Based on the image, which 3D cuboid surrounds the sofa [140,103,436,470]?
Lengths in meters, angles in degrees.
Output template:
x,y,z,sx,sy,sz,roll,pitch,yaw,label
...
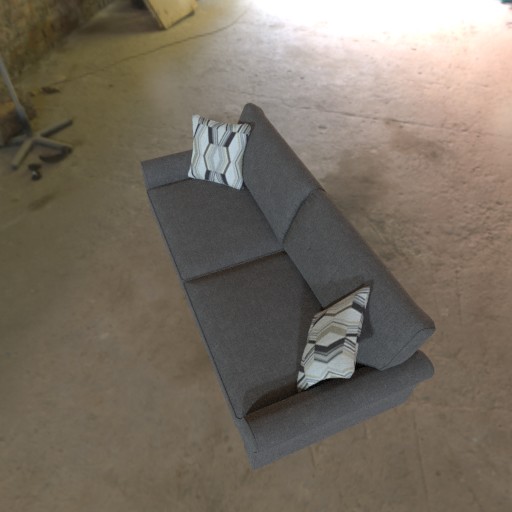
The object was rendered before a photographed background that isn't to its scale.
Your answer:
x,y,z,sx,sy,sz,roll,pitch,yaw,label
0.000,0.000,2.540,0.889,0.813,2.032,-18,51,-15,sofa
